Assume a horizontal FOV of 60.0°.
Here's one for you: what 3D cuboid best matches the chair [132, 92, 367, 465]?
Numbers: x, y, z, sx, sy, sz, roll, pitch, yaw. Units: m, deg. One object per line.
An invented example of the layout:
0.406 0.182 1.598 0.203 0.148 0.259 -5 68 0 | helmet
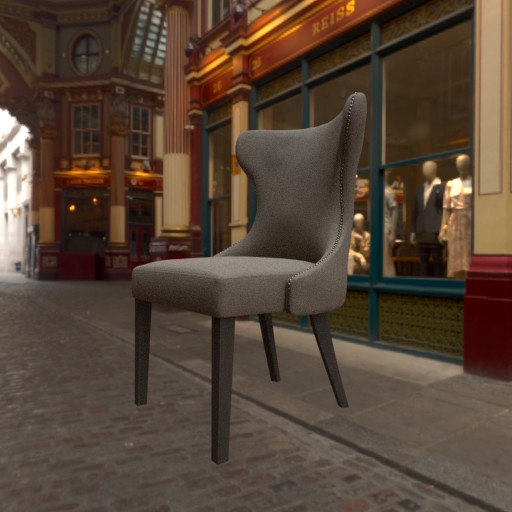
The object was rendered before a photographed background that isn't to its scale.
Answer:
0.000 0.000 1.421 0.635 0.967 0.628 -1 1 -37 | chair
